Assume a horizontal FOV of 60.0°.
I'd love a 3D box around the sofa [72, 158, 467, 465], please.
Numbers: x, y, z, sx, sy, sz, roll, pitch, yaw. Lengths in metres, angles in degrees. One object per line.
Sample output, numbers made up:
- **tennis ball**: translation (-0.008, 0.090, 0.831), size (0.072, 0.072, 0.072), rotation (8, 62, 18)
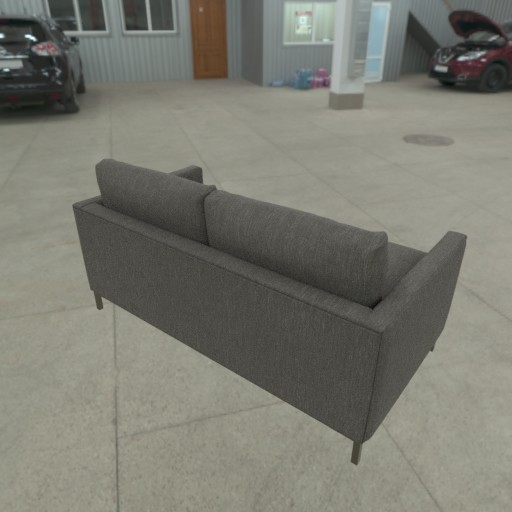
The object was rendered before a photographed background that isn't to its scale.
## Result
- **sofa**: translation (0.000, 0.000, 2.140), size (1.682, 0.840, 0.875), rotation (20, 34, 33)
